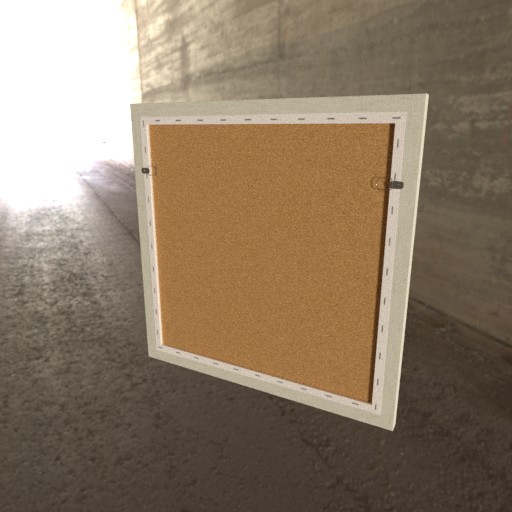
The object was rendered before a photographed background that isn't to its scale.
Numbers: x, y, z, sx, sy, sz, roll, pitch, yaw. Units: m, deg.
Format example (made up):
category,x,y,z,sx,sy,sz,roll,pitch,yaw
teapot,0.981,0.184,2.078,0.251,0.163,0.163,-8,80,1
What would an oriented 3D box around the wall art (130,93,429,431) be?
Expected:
category,x,y,z,sx,sy,sz,roll,pitch,yaw
wall art,0.000,0.000,1.526,1.016,1.016,0.045,9,18,27
